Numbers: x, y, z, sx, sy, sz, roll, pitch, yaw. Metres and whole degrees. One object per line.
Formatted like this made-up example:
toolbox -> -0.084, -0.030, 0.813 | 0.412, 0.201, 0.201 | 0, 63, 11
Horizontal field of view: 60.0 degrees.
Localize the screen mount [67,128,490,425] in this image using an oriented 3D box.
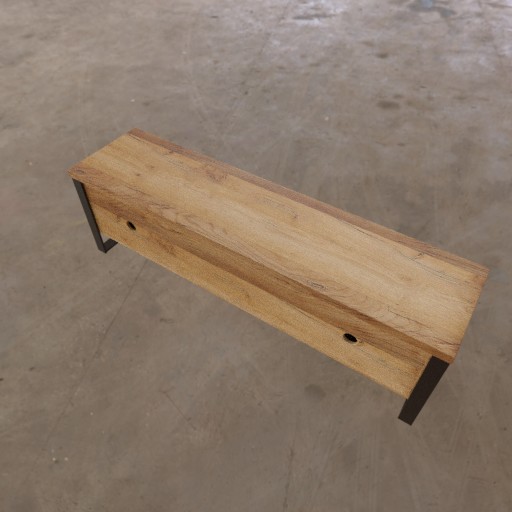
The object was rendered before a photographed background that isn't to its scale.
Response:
screen mount -> 0.000, 0.000, 1.739 | 1.524, 0.450, 0.395 | 26, 52, 22
